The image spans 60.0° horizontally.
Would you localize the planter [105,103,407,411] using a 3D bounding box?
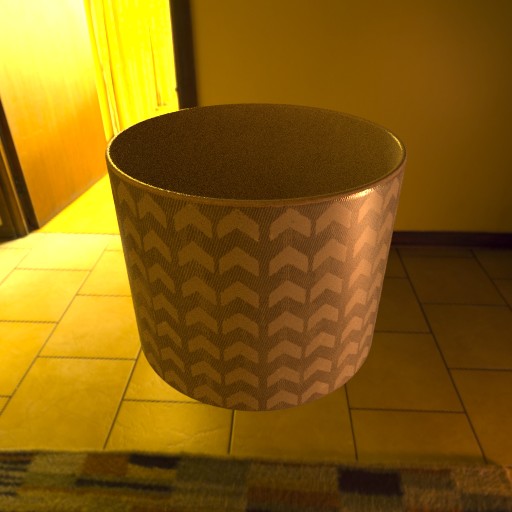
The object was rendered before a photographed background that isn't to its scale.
[{"bbox_3d":[0.000,0.000,0.445,0.250,0.239,0.250,0,33,0],"label":"planter"}]
